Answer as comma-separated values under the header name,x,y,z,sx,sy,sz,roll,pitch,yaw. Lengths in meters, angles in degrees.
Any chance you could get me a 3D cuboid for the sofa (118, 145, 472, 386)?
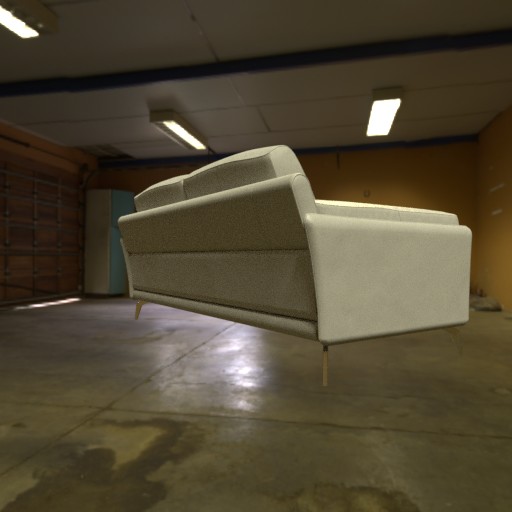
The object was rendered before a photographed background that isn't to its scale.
name,x,y,z,sx,sy,sz,roll,pitch,yaw
sofa,0.000,0.000,2.631,1.049,0.930,2.101,0,0,-34
